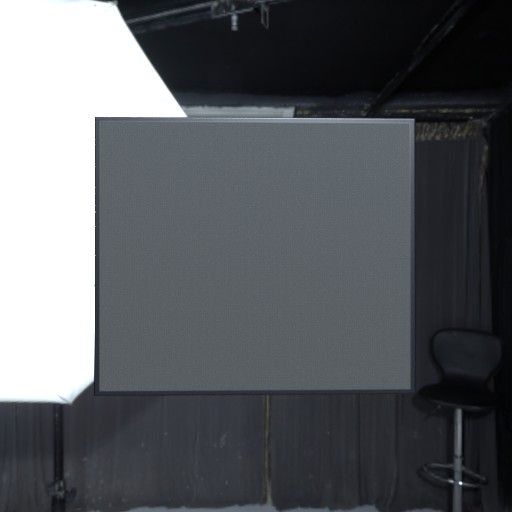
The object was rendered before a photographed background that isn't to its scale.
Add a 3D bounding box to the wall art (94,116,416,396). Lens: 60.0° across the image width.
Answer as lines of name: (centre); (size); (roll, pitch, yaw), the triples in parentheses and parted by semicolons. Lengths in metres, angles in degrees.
wall art: (0.000, 0.000, 0.728); (0.521, 0.450, 0.018); (0, 0, -1)
